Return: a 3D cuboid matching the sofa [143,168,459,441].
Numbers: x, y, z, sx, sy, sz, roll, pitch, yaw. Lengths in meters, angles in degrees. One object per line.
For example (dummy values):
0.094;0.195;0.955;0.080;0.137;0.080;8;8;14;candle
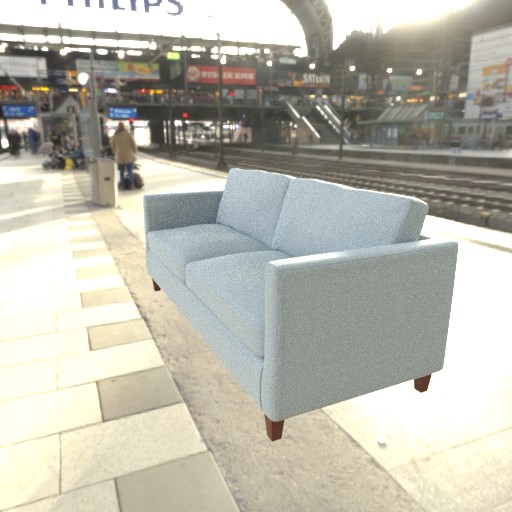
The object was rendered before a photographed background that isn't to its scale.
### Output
0.000;0.000;2.750;0.951;0.965;2.208;-7;17;-25;sofa
